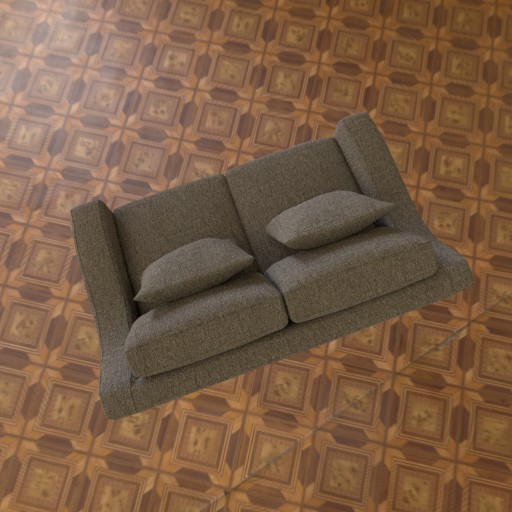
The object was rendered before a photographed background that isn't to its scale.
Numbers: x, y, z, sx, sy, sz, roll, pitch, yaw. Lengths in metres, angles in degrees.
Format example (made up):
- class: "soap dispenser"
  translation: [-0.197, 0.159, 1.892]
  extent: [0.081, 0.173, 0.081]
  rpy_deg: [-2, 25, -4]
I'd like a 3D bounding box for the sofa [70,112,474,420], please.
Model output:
- class: "sofa"
  translation: [0.000, 0.000, 2.399]
  extent: [1.778, 0.991, 1.120]
  rpy_deg: [-19, 76, -5]
